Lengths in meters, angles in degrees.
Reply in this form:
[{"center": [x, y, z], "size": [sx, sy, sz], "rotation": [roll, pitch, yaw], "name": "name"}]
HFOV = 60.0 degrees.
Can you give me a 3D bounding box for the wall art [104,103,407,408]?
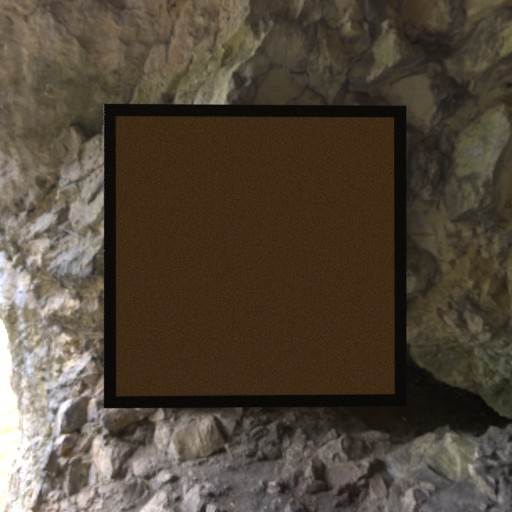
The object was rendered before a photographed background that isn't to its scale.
[{"center": [0.000, 0.000, 1.138], "size": [0.765, 0.765, 0.038], "rotation": [0, 0, -1], "name": "wall art"}]
